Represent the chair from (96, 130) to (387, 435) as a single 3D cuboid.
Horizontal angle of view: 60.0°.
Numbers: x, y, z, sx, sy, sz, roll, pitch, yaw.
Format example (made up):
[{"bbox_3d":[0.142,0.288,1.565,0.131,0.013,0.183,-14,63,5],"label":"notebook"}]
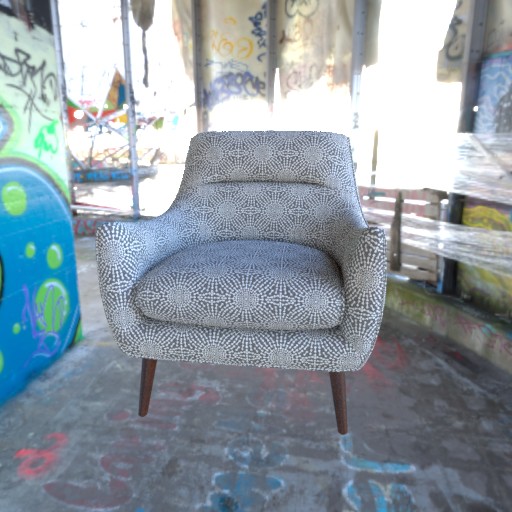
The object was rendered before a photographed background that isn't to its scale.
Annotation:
[{"bbox_3d":[0.000,0.000,1.506,0.762,0.838,0.787,2,15,8],"label":"chair"}]
